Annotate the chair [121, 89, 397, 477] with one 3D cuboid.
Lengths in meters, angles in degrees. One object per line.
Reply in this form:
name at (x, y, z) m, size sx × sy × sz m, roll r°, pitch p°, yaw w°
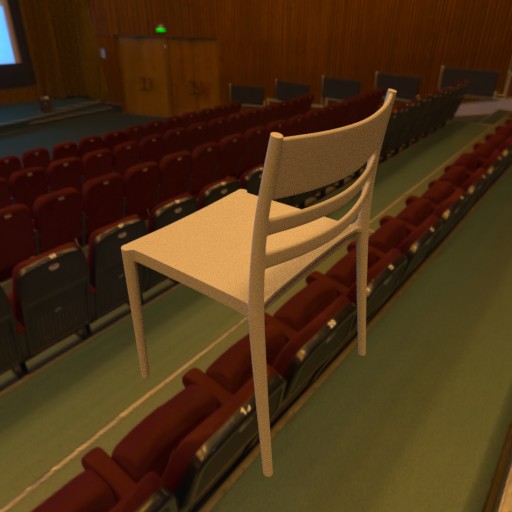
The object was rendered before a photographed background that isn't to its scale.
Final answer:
chair at (0.000, 0.000, 1.145) m, size 0.511 × 0.800 × 0.531 m, roll 21°, pitch 37°, yaw 31°
